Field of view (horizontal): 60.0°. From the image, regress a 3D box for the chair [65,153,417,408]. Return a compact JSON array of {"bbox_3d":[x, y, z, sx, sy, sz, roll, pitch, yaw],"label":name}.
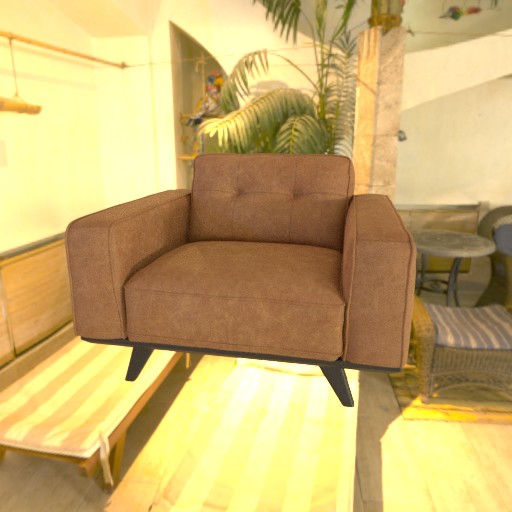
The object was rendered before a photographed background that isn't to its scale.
[{"bbox_3d":[0.000,0.000,1.792,1.118,0.782,0.952,3,16,11],"label":"chair"}]
